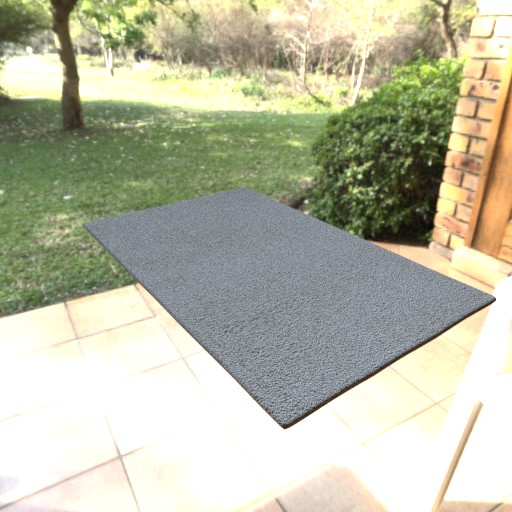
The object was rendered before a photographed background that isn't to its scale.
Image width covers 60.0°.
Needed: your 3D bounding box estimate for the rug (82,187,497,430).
[{"bbox_3d":[0.000,0.000,2.918,1.524,0.030,2.438,-18,32,-32],"label":"rug"}]
